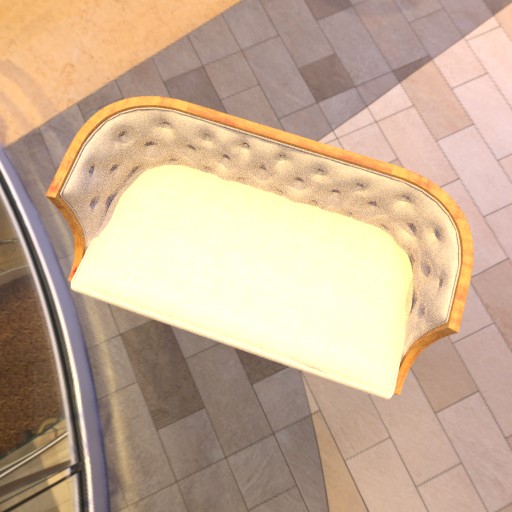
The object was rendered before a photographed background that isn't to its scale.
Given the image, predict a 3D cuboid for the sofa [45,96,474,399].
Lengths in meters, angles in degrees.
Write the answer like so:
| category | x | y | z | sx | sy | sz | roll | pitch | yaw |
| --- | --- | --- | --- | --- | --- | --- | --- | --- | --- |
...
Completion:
| category | x | y | z | sx | sy | sz | roll | pitch | yaw |
| --- | --- | --- | --- | --- | --- | --- | --- | --- | --- |
| sofa | 0.000 | 0.000 | 1.867 | 1.474 | 0.775 | 0.770 | 18 | 77 | 5 |
